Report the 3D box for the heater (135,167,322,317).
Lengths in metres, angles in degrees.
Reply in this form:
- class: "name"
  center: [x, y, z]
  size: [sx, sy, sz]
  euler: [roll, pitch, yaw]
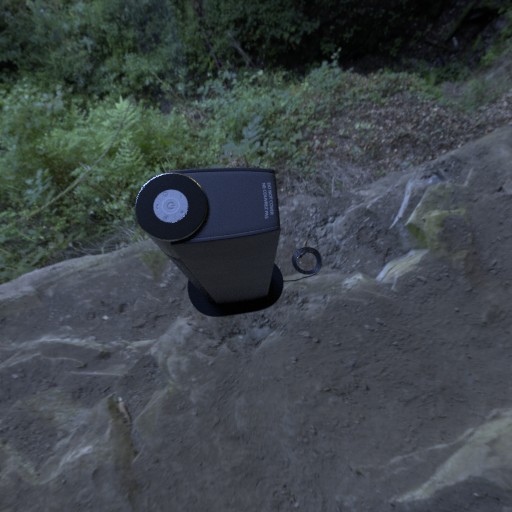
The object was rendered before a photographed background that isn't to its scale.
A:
- class: "heater"
  center: [0.000, 0.000, 1.088]
  size: [0.458, 0.856, 0.214]
  euler: [-5, 78, -1]
